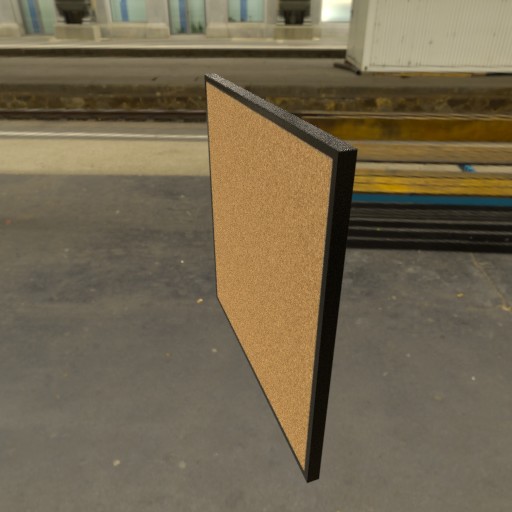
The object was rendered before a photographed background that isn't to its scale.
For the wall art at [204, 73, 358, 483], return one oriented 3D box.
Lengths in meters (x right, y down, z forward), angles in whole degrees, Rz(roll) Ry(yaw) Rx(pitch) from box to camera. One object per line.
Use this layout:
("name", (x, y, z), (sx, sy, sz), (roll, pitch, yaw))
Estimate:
("wall art", (0.000, 0.000, 0.514), (0.014, 0.349, 0.349), (-10, 32, -17))
